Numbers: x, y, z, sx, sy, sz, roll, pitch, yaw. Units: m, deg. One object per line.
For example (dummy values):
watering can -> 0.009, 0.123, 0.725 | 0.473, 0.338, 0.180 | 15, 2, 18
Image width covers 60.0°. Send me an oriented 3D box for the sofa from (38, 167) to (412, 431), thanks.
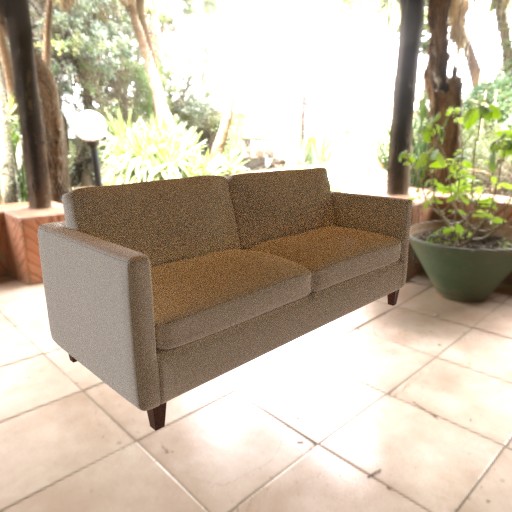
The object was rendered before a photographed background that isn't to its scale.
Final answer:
sofa -> 0.000, 0.000, 2.622 | 2.139, 0.933, 0.924 | -15, 21, -43
